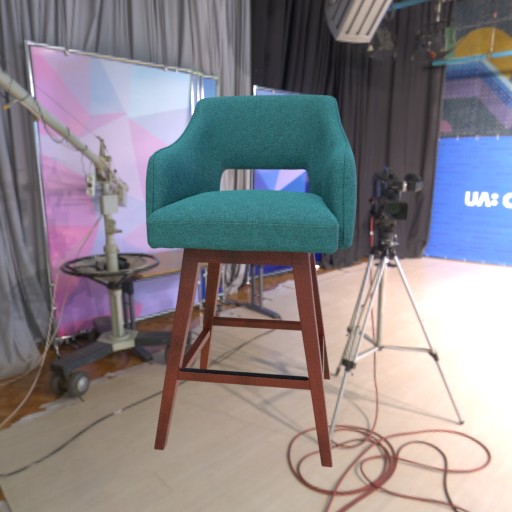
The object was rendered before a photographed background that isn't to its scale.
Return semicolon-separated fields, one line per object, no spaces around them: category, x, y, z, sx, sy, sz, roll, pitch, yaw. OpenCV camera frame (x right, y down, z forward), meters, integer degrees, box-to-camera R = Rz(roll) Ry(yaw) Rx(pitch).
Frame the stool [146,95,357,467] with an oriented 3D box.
stool;0.000;0.000;1.308;0.548;0.961;0.556;2;13;8
